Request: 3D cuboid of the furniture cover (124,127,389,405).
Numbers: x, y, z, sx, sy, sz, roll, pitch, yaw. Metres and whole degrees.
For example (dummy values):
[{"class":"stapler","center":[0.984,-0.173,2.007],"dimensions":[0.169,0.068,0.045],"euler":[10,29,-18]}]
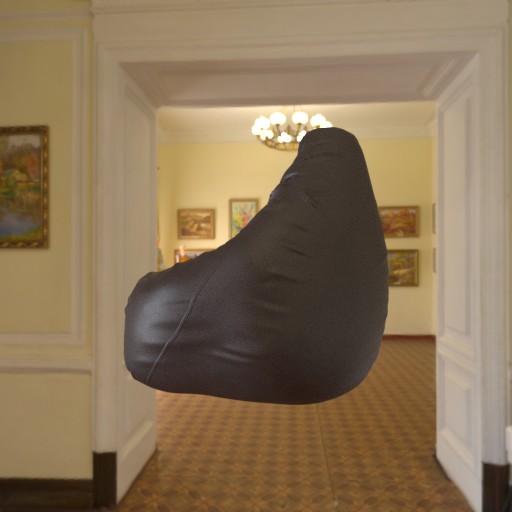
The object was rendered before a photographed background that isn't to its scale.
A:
[{"class":"furniture cover","center":[0.000,0.000,1.864],"dimensions":[1.070,0.990,1.070],"euler":[0,-1,18]}]
